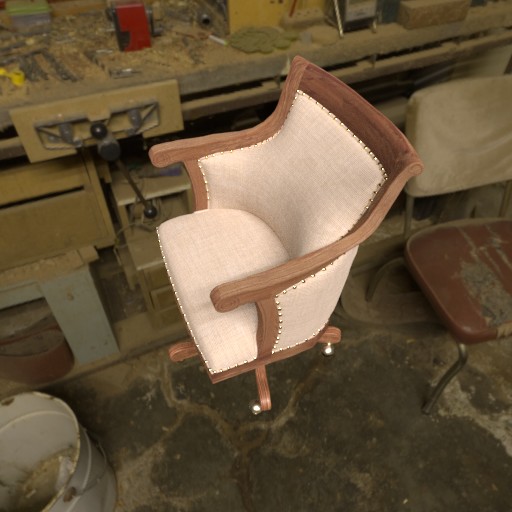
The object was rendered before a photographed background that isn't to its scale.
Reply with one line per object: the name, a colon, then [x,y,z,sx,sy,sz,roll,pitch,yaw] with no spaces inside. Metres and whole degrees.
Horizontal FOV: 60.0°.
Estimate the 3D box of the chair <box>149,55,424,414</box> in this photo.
chair: [0.000,0.000,1.429,0.689,0.965,0.656,-17,49,-15]
